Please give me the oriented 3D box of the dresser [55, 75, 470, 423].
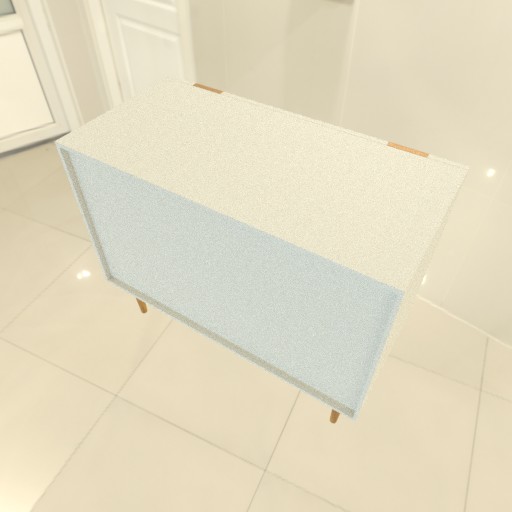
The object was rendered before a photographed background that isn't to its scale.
[{"bbox_3d":[0.000,0.000,1.333,0.905,0.721,0.457,25,51,22],"label":"dresser"}]
